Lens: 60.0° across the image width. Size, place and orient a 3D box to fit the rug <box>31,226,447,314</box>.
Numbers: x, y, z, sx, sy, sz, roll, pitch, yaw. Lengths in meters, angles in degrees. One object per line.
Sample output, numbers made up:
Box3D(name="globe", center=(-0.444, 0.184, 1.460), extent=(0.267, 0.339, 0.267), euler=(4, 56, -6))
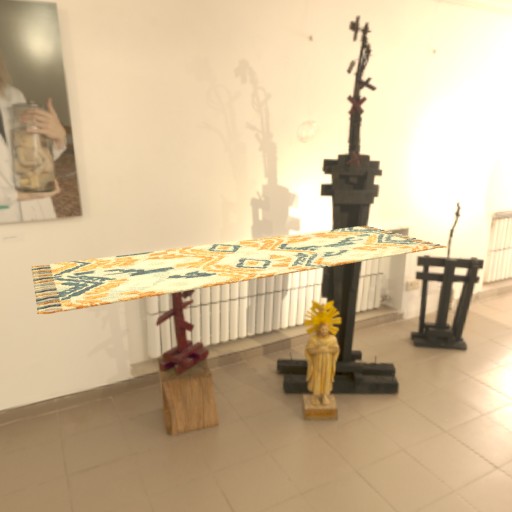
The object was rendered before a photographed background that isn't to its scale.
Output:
Box3D(name="rug", center=(0.000, 0.000, 2.695), extent=(2.437, 0.010, 0.783), euler=(-8, 17, -27))
